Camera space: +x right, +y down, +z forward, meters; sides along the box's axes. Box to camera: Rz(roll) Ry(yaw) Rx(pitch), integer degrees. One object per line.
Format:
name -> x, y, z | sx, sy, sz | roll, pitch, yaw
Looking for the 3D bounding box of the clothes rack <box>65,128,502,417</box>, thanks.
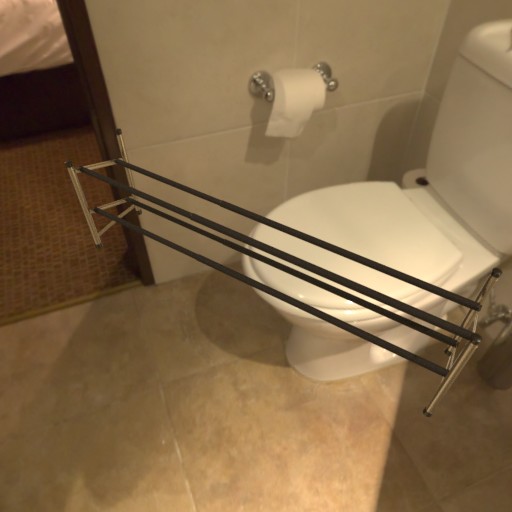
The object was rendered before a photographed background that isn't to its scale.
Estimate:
clothes rack -> 0.000, 0.000, 1.264 | 1.168, 0.349, 0.229 | 24, 51, 21
